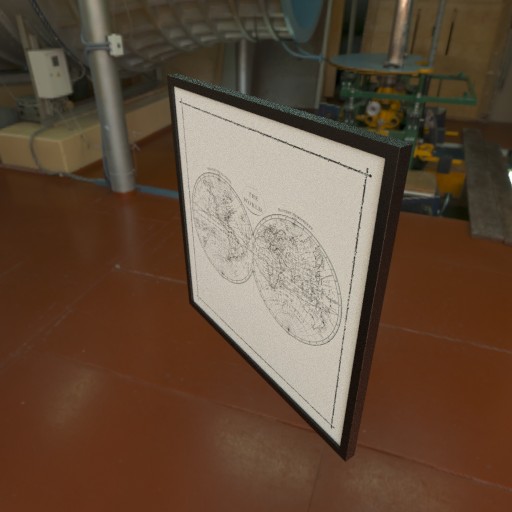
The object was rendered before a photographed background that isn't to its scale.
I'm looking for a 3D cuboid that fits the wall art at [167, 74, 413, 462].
[{"bbox_3d":[0.000,0.000,1.141,0.031,0.775,0.773,-21,37,-30],"label":"wall art"}]
